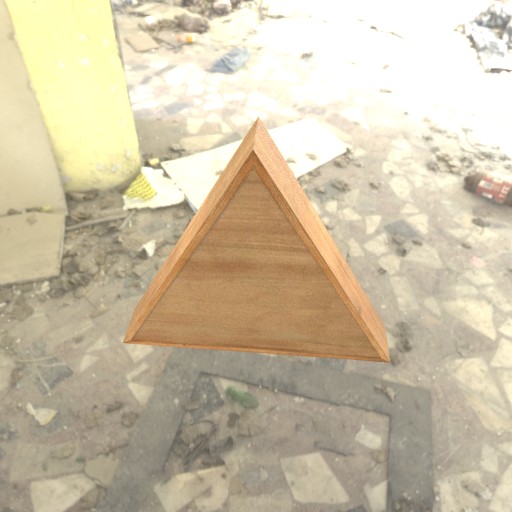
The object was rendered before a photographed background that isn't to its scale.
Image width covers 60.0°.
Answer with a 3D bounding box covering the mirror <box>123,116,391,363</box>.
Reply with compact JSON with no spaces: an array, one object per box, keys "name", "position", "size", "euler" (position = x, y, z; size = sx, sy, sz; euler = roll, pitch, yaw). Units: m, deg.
[{"name":"mirror","position":[0.000,0.000,0.879],"size":[0.631,0.548,0.100],"euler":[3,46,3]}]
